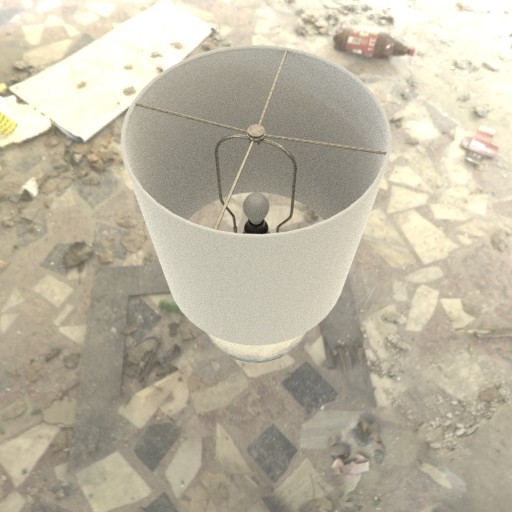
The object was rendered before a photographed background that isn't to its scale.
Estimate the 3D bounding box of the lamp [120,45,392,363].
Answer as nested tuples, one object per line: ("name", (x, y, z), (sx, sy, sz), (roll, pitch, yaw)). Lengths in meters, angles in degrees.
("lamp", (0.000, 0.000, 0.530), (0.216, 0.404, 0.216), (-12, 59, -7))
